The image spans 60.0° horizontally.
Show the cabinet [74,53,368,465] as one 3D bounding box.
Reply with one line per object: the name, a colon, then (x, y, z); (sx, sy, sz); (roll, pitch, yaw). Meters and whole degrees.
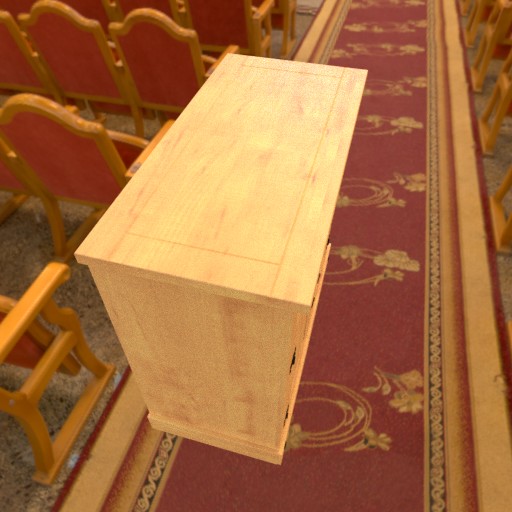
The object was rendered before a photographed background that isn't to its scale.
cabinet: (0.000, 0.000, 1.397); (0.450, 0.840, 0.920); (12, 48, 11)
